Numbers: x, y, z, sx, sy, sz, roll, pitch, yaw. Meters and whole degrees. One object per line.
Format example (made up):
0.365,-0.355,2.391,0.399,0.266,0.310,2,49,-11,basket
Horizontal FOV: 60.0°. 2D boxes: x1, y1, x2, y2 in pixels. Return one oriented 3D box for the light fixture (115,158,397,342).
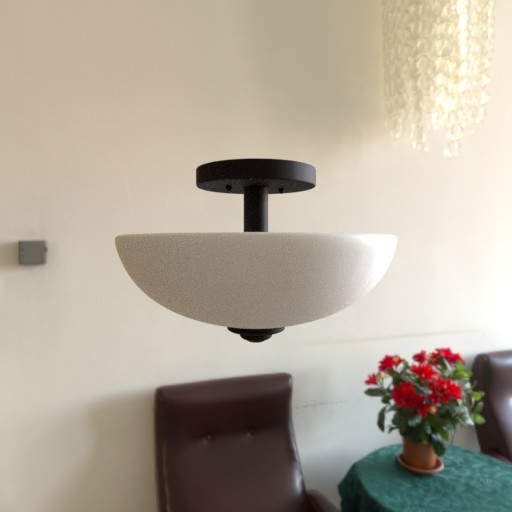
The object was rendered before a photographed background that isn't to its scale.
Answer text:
0.000,0.000,0.546,0.331,0.212,0.331,0,1,0,light fixture
